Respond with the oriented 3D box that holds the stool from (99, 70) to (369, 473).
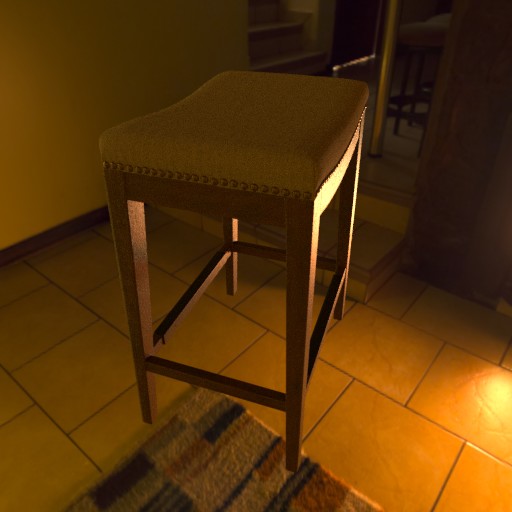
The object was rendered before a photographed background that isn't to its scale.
[{"bbox_3d":[0.000,0.000,0.956,0.356,0.660,0.508,11,35,16],"label":"stool"}]
